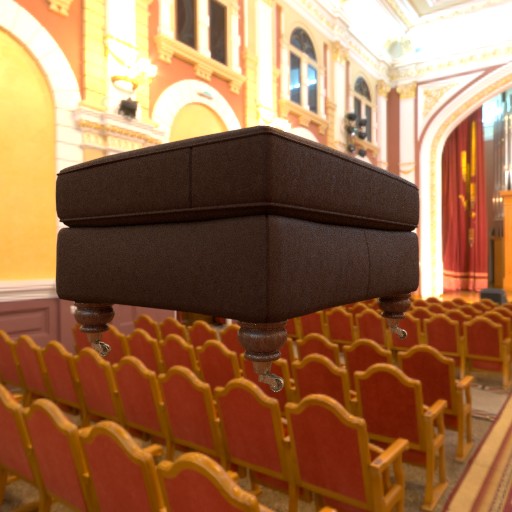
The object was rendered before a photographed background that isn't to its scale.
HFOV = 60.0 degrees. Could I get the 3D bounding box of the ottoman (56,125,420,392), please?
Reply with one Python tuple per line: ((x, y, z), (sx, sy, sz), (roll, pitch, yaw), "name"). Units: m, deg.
((0.000, 0.000, 1.792), (0.967, 0.730, 1.187), (0, 0, 37), "ottoman")
